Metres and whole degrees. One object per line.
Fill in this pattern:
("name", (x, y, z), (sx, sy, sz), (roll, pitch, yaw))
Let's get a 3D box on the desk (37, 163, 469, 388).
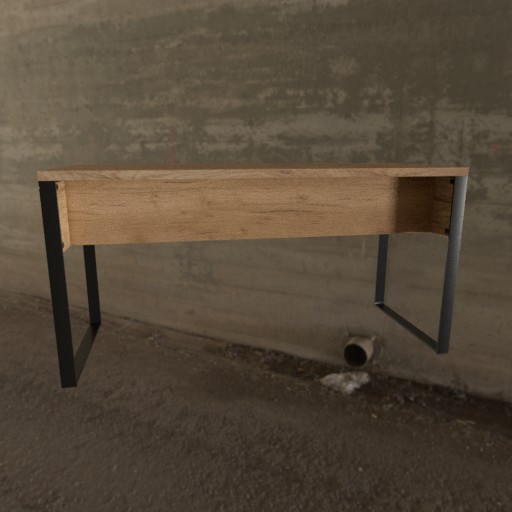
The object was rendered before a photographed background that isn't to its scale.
("desk", (0.000, 0.000, 1.910), (1.520, 0.760, 0.600), (-2, 14, -10))
